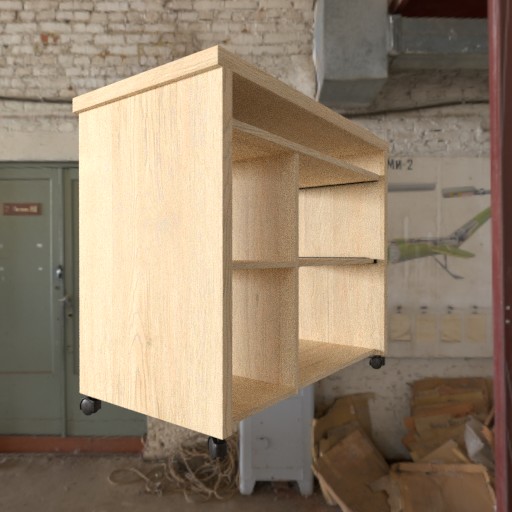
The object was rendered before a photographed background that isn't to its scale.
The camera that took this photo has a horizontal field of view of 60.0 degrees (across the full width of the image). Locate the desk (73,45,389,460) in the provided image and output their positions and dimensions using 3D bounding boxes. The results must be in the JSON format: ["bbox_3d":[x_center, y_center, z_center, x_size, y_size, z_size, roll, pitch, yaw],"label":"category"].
[{"bbox_3d":[0.000,0.000,1.301,0.480,0.770,0.885,0,0,36],"label":"desk"}]
